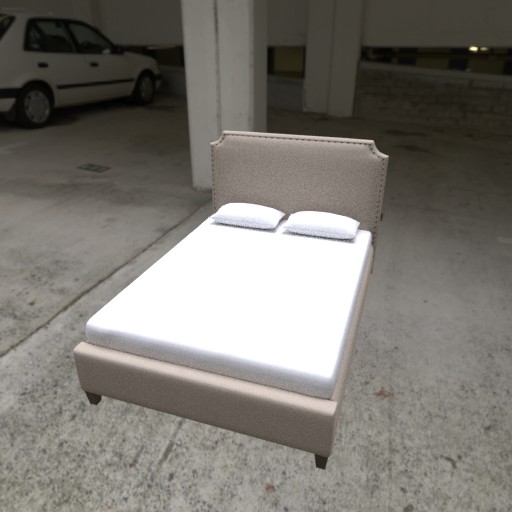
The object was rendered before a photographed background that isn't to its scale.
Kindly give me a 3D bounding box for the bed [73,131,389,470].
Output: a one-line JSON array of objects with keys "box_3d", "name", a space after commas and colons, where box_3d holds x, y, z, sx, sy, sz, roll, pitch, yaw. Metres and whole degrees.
[{"box_3d": [0.000, 0.000, 3.467, 1.713, 1.443, 2.372, 9, 28, 17], "name": "bed"}]
